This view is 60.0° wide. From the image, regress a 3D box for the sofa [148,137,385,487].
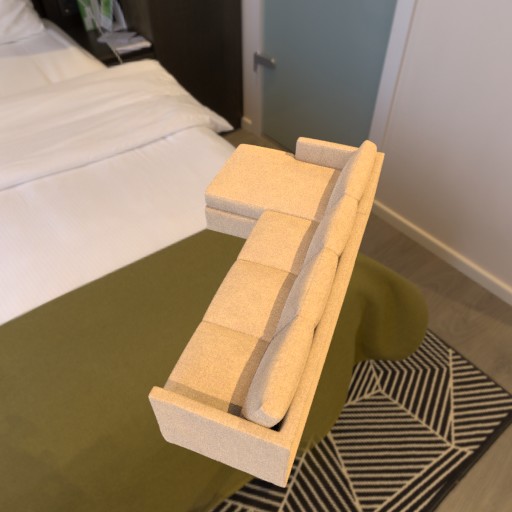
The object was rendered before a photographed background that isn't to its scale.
[{"bbox_3d":[0.000,0.000,3.913,1.638,0.920,3.198,15,48,14],"label":"sofa"}]
